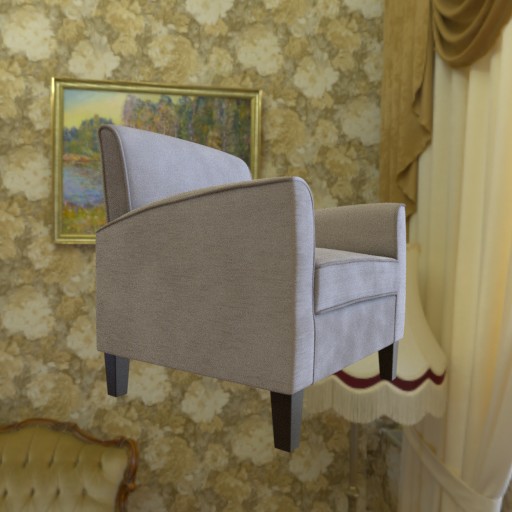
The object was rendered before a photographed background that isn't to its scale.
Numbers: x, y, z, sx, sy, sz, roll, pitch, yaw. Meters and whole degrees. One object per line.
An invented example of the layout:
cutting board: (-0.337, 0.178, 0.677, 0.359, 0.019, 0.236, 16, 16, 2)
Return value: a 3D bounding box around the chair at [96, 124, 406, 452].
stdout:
chair: (0.000, 0.000, 1.562, 0.821, 0.915, 0.820, 1, 1, 36)
